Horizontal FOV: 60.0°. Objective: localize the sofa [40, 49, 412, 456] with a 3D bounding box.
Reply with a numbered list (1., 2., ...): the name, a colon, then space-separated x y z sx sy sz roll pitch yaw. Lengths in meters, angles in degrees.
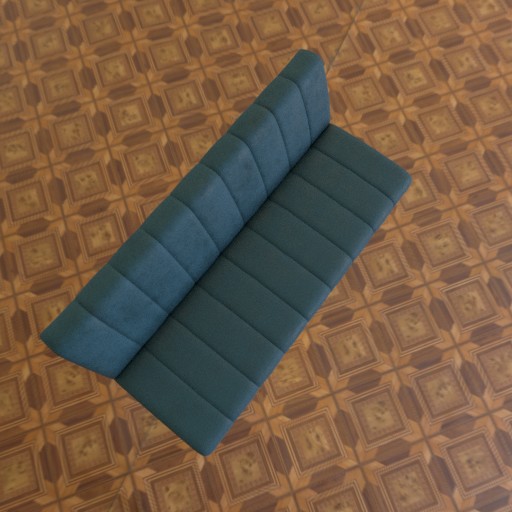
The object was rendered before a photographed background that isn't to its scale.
1. sofa: 0.000 0.000 2.274 0.830 0.825 1.810 37 76 10
